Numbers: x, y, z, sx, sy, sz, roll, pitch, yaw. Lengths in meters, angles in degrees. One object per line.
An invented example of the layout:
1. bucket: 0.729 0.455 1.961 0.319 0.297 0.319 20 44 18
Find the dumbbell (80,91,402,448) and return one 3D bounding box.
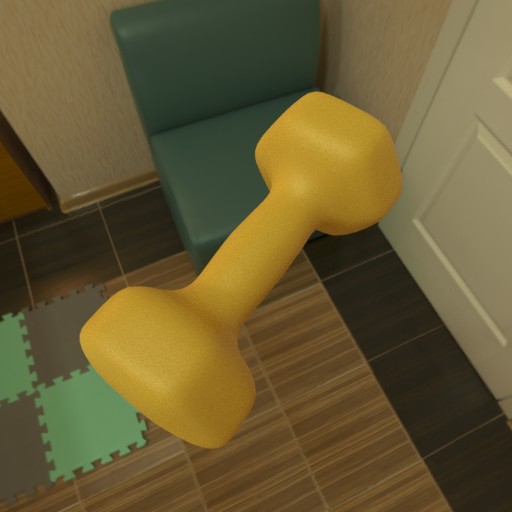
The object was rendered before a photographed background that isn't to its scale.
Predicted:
1. dumbbell: 0.000 0.000 0.237 0.090 0.082 0.190 33 67 16
